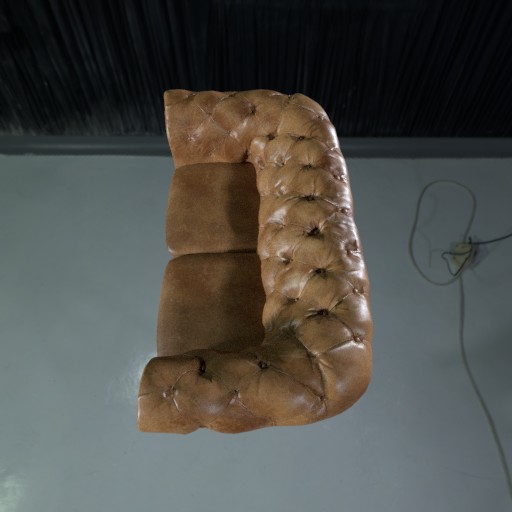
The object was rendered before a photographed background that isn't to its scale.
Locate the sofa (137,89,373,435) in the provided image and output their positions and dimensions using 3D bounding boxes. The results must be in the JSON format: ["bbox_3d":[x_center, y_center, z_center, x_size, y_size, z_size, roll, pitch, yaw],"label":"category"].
[{"bbox_3d":[0.000,0.000,2.501,1.042,0.877,1.979,-2,59,-1],"label":"sofa"}]
